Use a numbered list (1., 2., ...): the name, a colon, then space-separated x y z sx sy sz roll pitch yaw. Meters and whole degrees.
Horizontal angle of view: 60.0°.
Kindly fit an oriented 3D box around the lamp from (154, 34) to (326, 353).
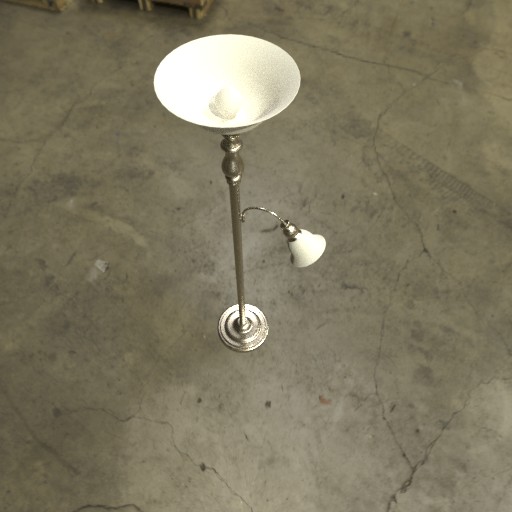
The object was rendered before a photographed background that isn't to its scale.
1. lamp: 0.000 0.000 1.971 0.575 1.785 0.405 17 59 10
